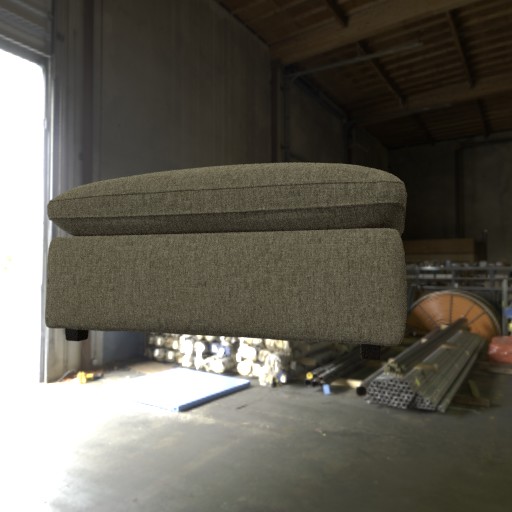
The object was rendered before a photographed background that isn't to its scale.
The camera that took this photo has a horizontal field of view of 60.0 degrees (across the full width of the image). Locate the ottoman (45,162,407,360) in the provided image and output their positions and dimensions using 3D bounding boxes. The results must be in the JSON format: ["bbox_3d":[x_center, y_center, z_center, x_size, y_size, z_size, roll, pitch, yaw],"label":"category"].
[{"bbox_3d":[0.000,0.000,1.620,1.039,0.526,1.035,-1,-2,18],"label":"ottoman"}]
